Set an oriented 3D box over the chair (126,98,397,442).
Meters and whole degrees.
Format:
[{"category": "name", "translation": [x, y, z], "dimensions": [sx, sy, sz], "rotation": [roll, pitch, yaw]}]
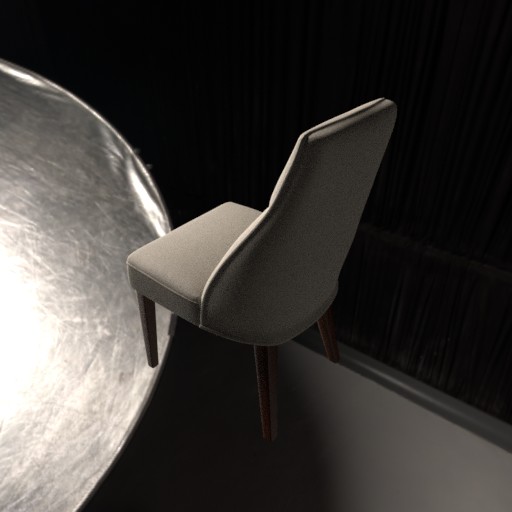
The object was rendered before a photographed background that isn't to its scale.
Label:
[{"category": "chair", "translation": [0.000, 0.000, 1.318], "dimensions": [0.620, 0.930, 0.500], "rotation": [22, 38, 31]}]
